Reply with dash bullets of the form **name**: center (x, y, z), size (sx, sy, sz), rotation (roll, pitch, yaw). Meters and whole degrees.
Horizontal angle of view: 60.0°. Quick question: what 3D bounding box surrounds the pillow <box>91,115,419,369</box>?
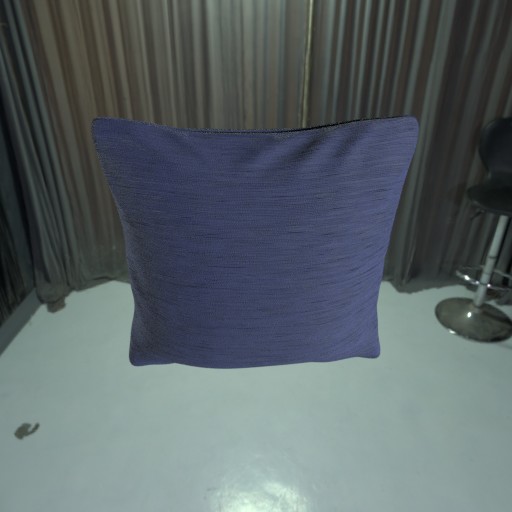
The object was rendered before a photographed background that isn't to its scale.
- **pillow**: center (0.000, 0.000, 0.673), size (0.432, 0.414, 0.246), rotation (-1, 29, -2)
